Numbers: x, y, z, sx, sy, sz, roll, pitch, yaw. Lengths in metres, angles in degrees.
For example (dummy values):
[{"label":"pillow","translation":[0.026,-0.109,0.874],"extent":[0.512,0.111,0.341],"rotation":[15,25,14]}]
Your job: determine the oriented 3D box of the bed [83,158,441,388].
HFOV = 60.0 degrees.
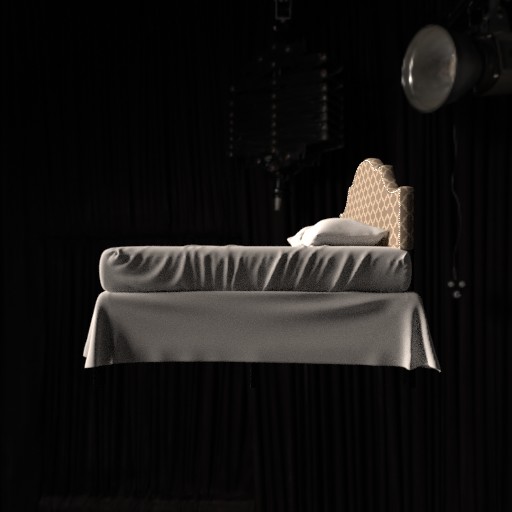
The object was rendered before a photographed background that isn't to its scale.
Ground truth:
[{"label":"bed","translation":[0.000,0.000,3.713],"extent":[2.222,1.601,2.314],"rotation":[0,0,0]}]
